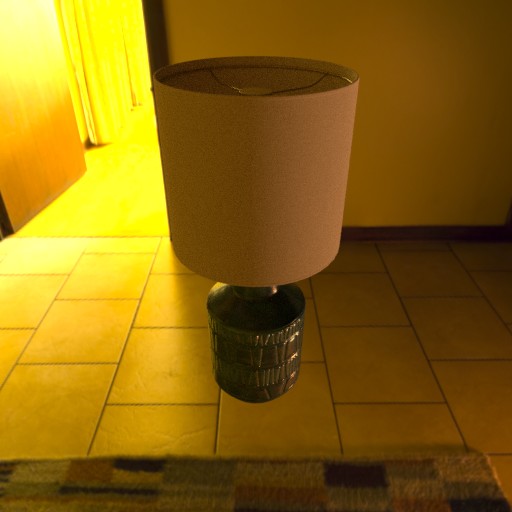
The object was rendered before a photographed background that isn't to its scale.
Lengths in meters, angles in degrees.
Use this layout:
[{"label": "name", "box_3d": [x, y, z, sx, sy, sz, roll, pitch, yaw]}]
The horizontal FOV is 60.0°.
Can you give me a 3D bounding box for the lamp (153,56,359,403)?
[{"label": "lamp", "box_3d": [0.000, 0.000, 0.584, 0.211, 0.455, 0.211, -11, 34, -17]}]
